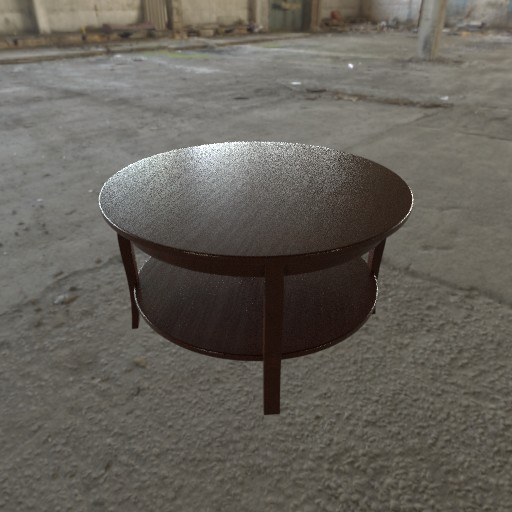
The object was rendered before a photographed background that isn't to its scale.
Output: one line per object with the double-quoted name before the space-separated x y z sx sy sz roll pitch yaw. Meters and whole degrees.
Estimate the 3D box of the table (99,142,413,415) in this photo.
"table" 0.000 0.000 1.467 0.911 0.512 0.911 0 30 0
